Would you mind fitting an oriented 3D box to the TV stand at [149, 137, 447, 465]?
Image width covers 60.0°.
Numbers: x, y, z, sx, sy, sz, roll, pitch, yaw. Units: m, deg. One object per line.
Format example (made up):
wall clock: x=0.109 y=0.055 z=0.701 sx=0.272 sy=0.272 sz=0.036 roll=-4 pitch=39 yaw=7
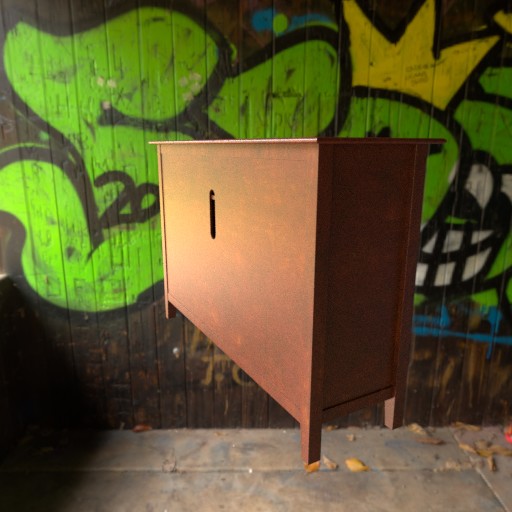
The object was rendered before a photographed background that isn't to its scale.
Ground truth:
TV stand: x=0.000 y=0.000 z=1.809 sx=0.445 sy=0.915 sz=1.372 roll=-8 pitch=16 yaw=-28
